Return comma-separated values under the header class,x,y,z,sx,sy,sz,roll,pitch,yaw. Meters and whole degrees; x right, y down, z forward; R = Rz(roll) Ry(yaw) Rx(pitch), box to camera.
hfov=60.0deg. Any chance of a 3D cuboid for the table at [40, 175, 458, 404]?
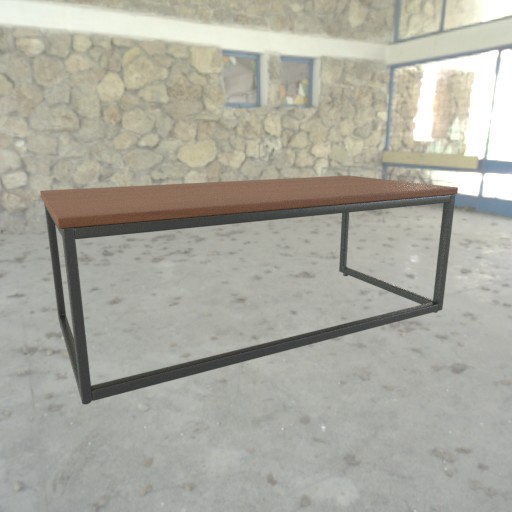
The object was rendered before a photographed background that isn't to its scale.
class,x,y,z,sx,sy,sz,roll,pitch,yaw
table,0.000,0.000,1.330,1.100,0.400,0.500,-8,17,-27
